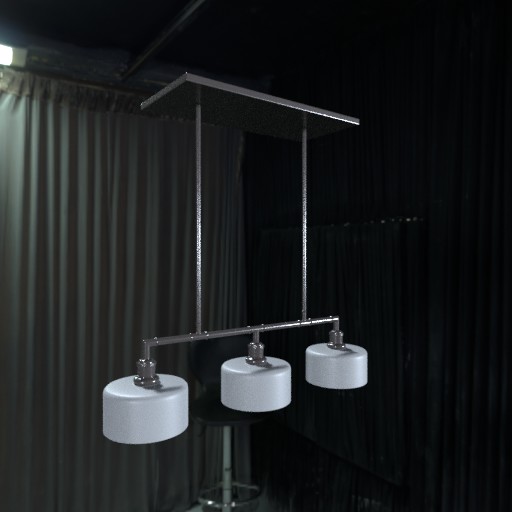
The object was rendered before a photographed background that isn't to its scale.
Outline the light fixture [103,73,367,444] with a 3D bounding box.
[{"bbox_3d":[0.000,0.000,0.859,0.582,0.557,0.177,0,1,-37],"label":"light fixture"}]
